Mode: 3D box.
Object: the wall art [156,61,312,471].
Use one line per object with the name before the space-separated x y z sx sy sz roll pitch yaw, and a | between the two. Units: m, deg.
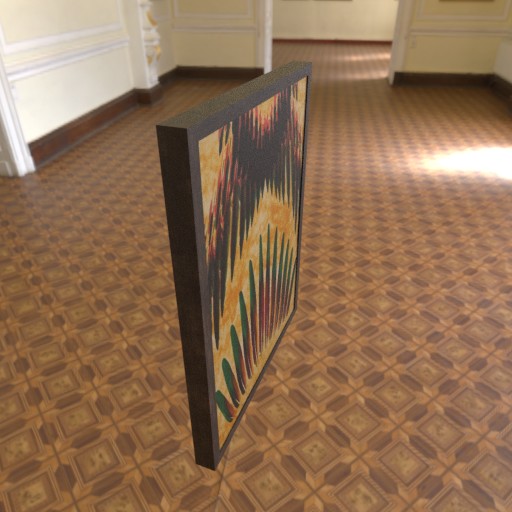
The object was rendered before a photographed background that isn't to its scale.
wall art | 0.000 0.000 0.553 0.027 0.406 0.329 12 34 18
